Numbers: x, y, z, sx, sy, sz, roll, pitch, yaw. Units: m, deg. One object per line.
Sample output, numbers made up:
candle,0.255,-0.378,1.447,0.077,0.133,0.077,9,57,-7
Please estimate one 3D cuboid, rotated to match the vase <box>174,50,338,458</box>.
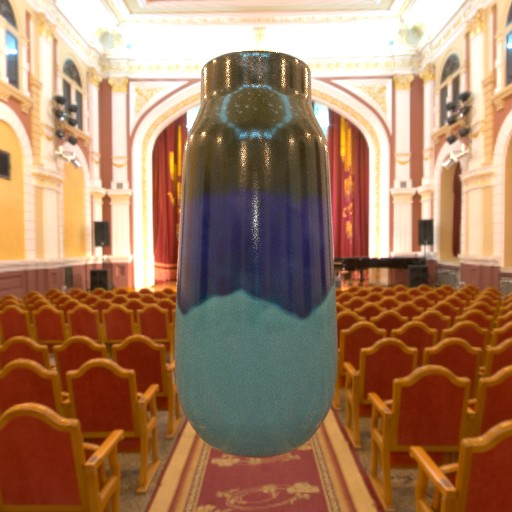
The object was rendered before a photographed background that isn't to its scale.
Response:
vase,0.000,0.000,0.380,0.139,0.313,0.139,0,1,0
